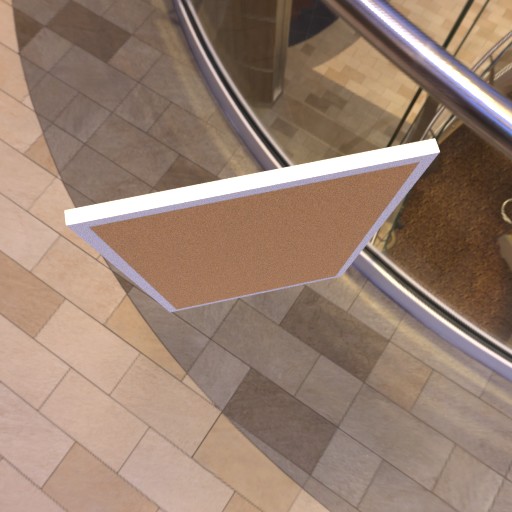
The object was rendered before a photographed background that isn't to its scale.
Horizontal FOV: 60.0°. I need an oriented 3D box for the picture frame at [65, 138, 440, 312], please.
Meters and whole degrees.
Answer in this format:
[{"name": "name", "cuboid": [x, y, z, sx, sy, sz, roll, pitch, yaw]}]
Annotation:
[{"name": "picture frame", "cuboid": [0.000, 0.000, 0.563, 0.305, 0.434, 0.013, -12, 74, -3]}]
